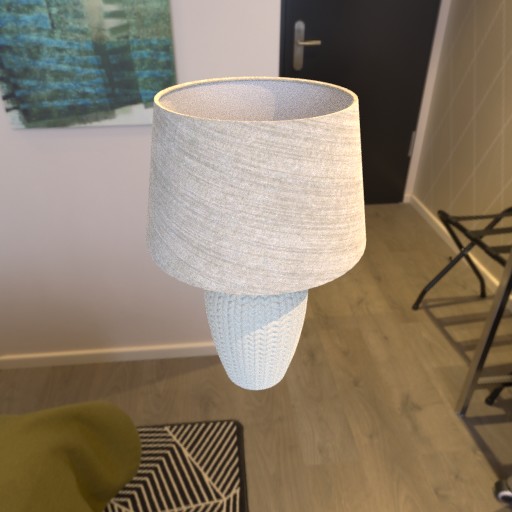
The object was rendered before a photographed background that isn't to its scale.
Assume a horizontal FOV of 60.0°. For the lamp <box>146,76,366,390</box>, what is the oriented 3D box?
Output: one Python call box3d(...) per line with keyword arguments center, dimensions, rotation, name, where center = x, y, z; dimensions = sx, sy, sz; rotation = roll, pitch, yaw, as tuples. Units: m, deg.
box3d(center=(0.000, 0.000, 0.831), dimensions=(0.390, 0.580, 0.390), rotation=(0, 32, 0), name="lamp")
